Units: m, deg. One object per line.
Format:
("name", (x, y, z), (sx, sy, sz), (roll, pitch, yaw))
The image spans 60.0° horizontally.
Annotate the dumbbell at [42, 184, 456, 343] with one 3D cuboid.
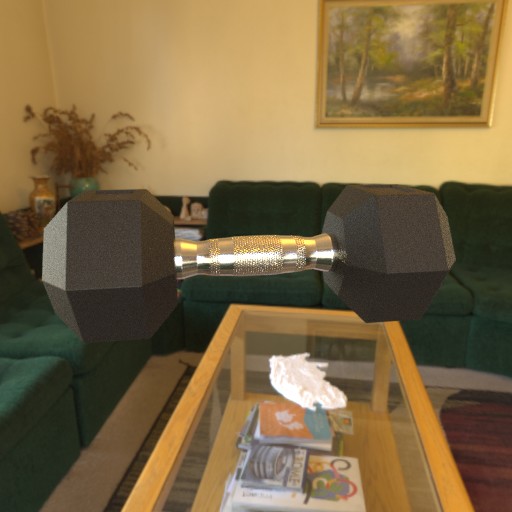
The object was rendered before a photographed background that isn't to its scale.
("dumbbell", (0.000, 0.000, 0.348), (0.297, 0.101, 0.116), (-3, 16, -9))
